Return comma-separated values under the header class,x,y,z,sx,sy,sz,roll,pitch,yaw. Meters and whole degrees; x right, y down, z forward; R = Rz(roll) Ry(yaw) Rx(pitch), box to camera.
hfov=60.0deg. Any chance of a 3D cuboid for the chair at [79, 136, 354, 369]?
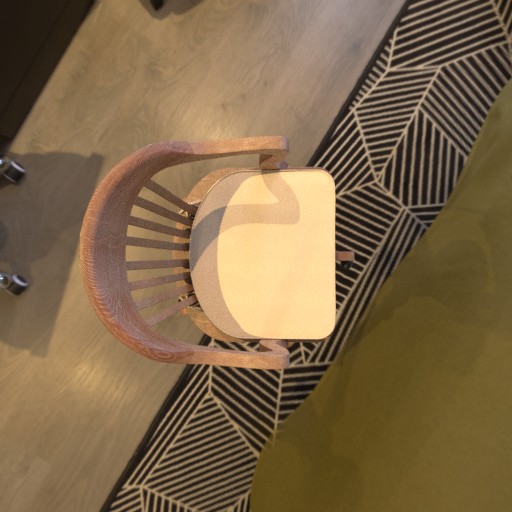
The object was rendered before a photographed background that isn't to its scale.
class,x,y,z,sx,sy,sz,roll,pitch,yaw
chair,0.000,0.000,1.435,0.788,0.878,0.750,0,89,1
